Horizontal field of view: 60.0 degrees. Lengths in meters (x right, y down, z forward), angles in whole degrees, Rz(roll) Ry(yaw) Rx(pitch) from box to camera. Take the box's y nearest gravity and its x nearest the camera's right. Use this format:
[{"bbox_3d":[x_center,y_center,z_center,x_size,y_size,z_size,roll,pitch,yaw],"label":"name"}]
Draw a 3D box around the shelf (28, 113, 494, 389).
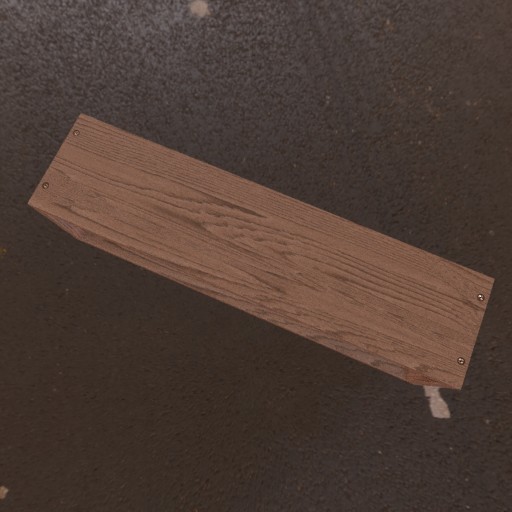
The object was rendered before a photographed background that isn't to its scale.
[{"bbox_3d":[0.000,0.000,0.670,0.610,0.170,0.150,23,77,6],"label":"shelf"}]
